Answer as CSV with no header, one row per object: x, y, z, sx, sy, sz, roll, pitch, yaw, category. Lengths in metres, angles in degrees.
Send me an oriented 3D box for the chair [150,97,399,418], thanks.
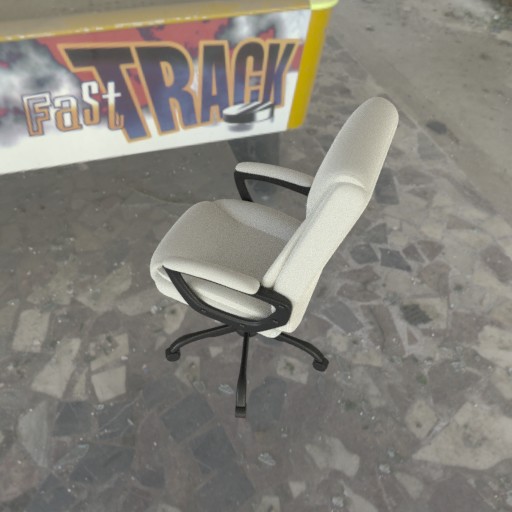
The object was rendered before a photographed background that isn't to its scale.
0.000,0.000,1.480,0.669,1.065,0.663,16,48,15,chair
